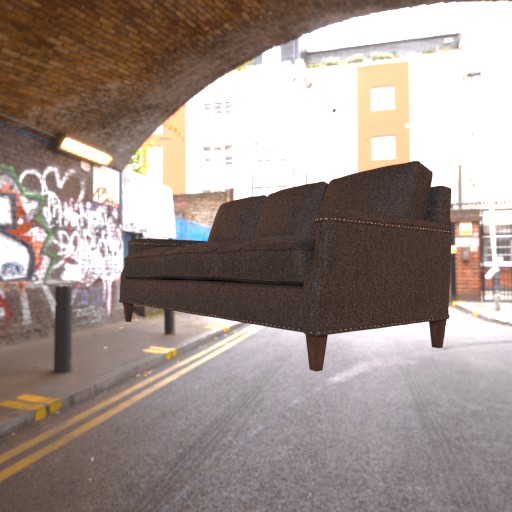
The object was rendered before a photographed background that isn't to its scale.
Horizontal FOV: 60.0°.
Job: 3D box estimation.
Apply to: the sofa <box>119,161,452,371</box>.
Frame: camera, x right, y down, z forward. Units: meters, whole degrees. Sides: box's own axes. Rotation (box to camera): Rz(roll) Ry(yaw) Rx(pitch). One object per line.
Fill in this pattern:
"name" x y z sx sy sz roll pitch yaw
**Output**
"sofa" 0.000 0.000 2.953 1.084 1.003 2.246 1 -2 -37
